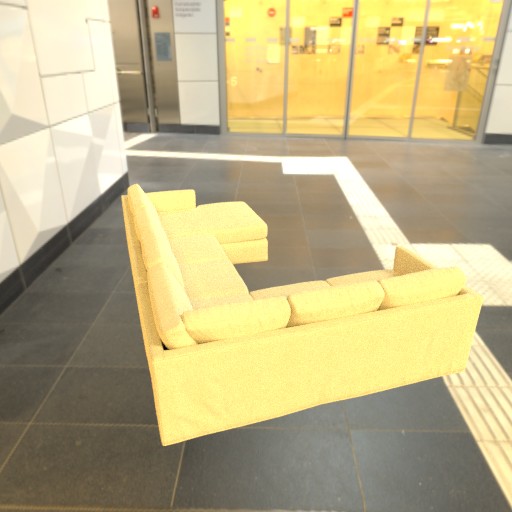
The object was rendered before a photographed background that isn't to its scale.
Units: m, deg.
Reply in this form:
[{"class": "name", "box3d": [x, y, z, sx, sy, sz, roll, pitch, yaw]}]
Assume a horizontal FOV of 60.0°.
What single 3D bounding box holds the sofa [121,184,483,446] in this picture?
[{"class": "sofa", "box3d": [0.000, 0.000, 4.513, 2.427, 0.882, 3.460, -8, 26, -17]}]
